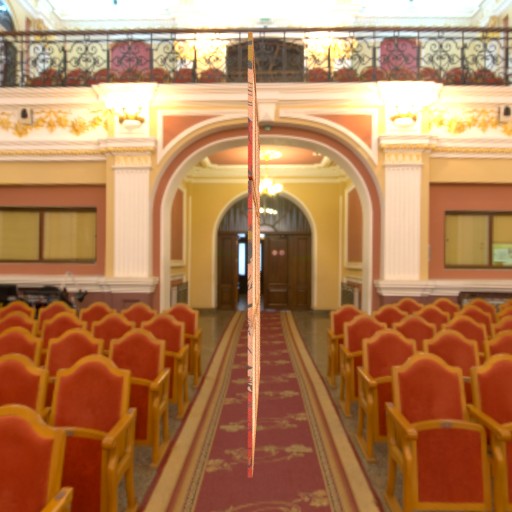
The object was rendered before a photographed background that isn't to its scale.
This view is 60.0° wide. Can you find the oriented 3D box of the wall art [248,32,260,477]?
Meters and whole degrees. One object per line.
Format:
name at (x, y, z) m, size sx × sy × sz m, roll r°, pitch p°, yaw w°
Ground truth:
wall art at (0.000, 0.000, 1.813) m, size 0.013 × 1.218 × 1.206 m, roll 0°, pitch -1°, yaw 2°
